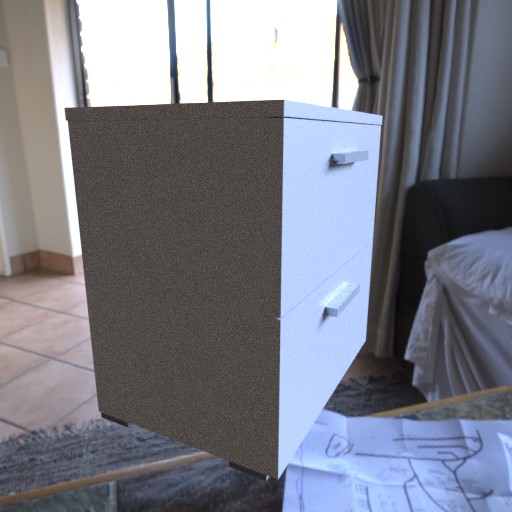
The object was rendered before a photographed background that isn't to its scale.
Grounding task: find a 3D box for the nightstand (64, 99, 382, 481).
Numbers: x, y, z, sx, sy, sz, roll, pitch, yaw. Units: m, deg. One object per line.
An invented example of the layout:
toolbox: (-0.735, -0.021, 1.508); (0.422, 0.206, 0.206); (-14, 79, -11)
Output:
nightstand: (0.000, 0.000, 0.746); (0.325, 0.460, 0.441); (8, 17, 26)
